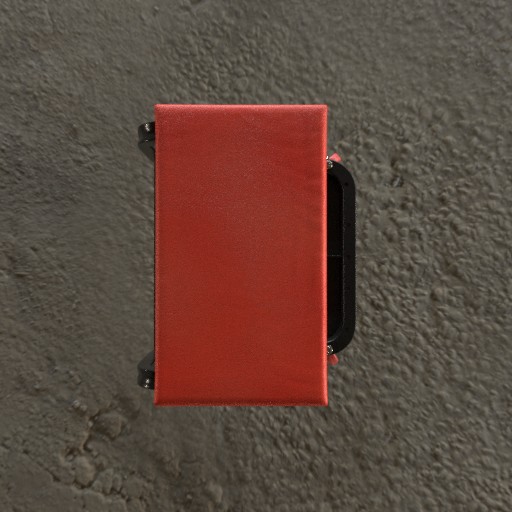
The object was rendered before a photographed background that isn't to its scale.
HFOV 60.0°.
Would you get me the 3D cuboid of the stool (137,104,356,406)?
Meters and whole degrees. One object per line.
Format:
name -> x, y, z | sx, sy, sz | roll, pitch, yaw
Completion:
stool -> 0.000, 0.000, 0.724 | 0.371, 0.380, 0.446 | 0, 90, 0
